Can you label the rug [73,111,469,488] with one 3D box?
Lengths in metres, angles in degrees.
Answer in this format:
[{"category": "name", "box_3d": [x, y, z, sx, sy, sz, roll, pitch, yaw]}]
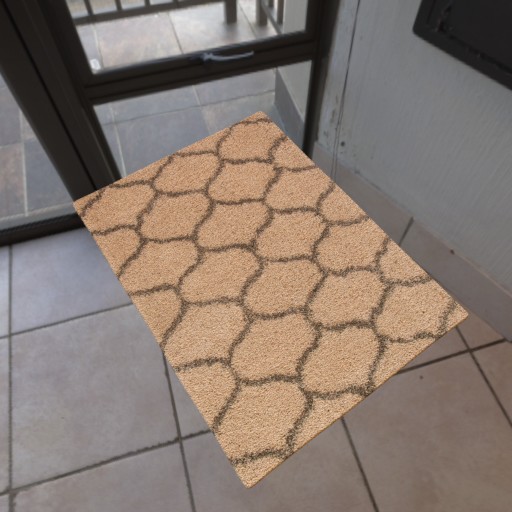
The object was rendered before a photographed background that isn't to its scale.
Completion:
[{"category": "rug", "box_3d": [0.000, 0.000, 2.128, 1.200, 0.025, 1.600, -31, 64, -17]}]
